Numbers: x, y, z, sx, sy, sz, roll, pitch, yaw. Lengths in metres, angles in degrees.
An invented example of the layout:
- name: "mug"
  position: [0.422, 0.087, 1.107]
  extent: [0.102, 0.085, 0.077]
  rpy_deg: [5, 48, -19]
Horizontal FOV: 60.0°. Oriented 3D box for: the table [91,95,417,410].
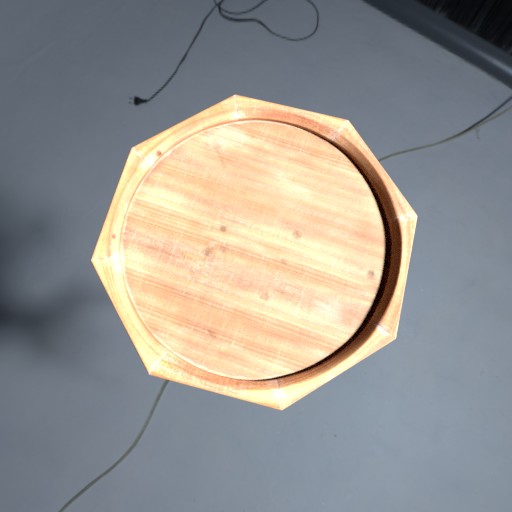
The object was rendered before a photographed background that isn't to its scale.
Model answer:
- name: "table"
  position: [0.000, 0.000, 1.557]
  extent: [1.002, 0.444, 1.002]
  rpy_deg: [0, 75, 0]
